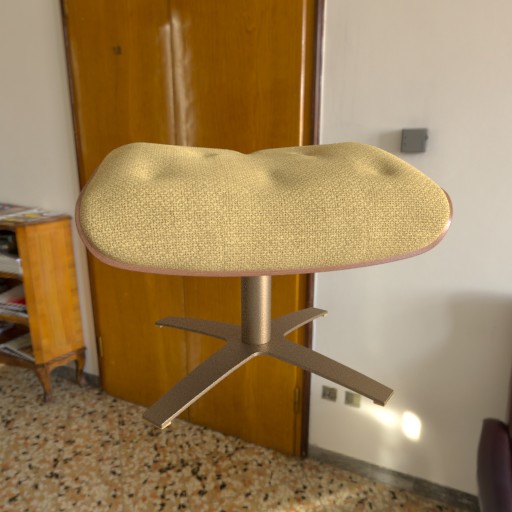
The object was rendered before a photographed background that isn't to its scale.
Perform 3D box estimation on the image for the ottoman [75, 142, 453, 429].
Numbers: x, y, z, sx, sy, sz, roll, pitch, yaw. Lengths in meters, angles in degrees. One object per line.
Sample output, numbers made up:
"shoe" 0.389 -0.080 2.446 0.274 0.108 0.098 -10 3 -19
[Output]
"ottoman" 0.000 0.000 0.791 0.520 0.391 0.394 -2 16 -9
